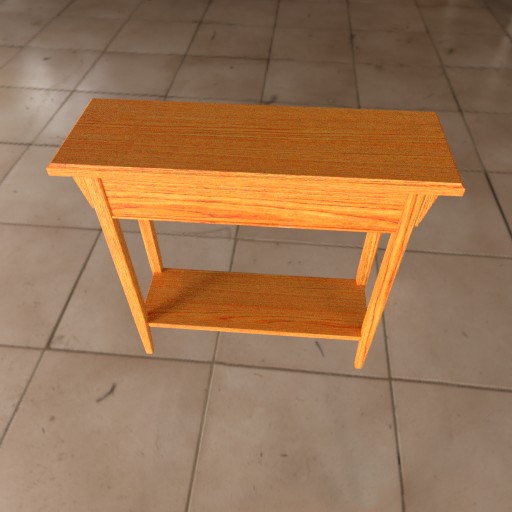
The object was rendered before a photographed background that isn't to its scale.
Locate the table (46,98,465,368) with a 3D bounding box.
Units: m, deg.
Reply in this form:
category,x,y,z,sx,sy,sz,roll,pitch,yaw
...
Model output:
category,x,y,z,sx,sy,sz,roll,pitch,yaw
table,0.000,0.000,1.145,0.762,0.711,0.254,3,48,3
